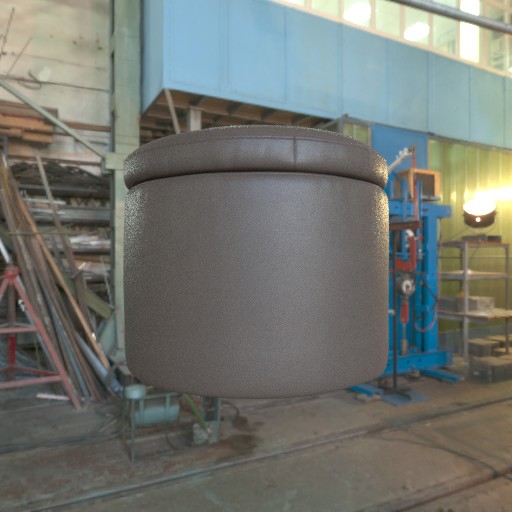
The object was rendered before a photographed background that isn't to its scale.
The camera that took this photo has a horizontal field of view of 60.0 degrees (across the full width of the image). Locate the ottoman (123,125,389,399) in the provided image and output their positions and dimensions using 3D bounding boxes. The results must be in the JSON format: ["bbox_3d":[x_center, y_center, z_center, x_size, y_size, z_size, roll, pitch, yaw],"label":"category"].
[{"bbox_3d":[0.000,0.000,0.870,0.500,0.409,0.500,0,0,0],"label":"ottoman"}]
